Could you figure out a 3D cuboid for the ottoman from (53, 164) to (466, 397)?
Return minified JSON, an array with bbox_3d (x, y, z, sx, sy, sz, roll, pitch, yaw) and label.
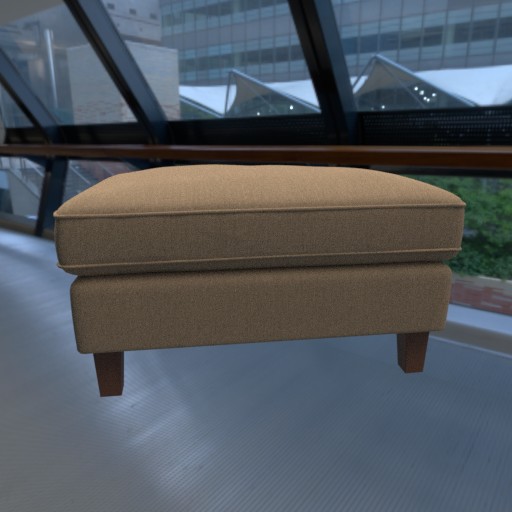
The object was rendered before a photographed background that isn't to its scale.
[{"bbox_3d":[0.000,0.000,1.304,0.945,0.521,0.636,-2,16,-8],"label":"ottoman"}]
